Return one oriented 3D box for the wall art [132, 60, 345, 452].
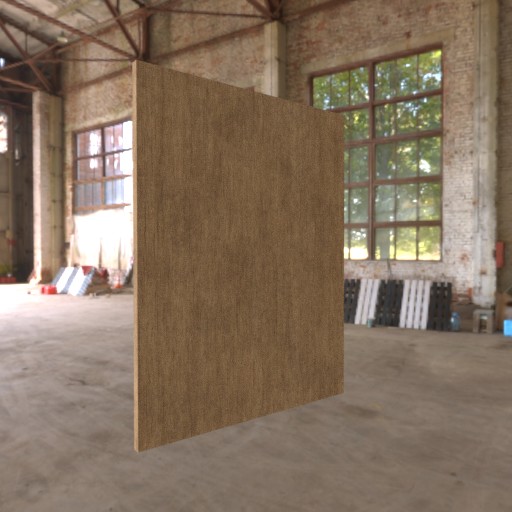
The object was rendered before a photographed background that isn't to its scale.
[{"bbox_3d":[0.000,0.000,0.941,0.534,0.686,0.018,-1,1,-37],"label":"wall art"}]
